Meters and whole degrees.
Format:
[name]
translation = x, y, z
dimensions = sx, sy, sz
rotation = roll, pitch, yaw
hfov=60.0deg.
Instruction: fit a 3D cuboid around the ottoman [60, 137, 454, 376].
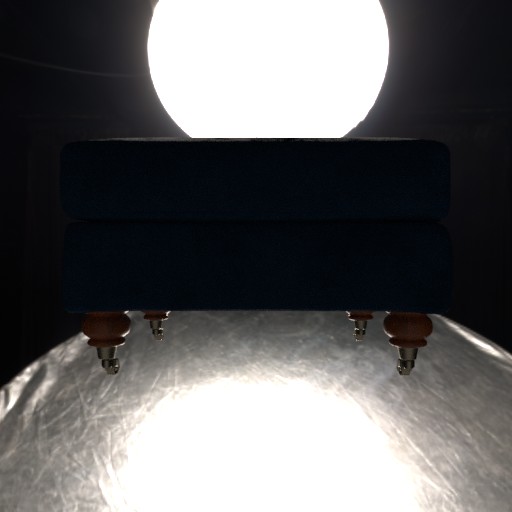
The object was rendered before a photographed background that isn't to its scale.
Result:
[ottoman]
translation = 0.000, 0.000, 1.106
dimensions = 0.773, 0.503, 0.572
rotation = 0, -1, 1
